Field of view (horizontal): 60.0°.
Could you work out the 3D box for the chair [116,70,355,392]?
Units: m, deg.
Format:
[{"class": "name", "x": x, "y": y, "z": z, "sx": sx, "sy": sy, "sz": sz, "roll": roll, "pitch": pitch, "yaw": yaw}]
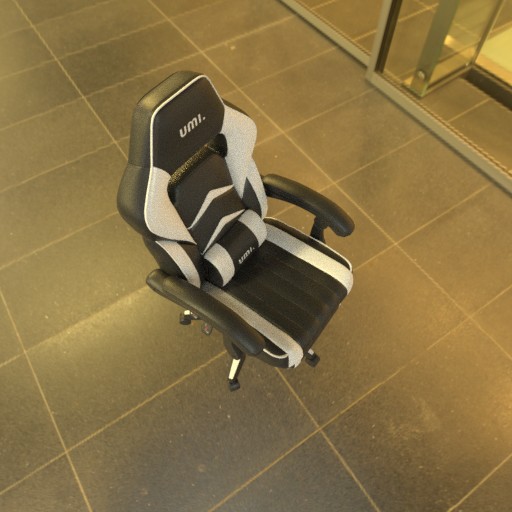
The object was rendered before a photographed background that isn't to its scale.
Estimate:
[{"class": "chair", "x": 0.000, "y": 0.000, "z": 1.632, "sx": 0.700, "sy": 1.200, "sz": 0.676, "roll": 32, "pitch": 63, "yaw": 18}]
